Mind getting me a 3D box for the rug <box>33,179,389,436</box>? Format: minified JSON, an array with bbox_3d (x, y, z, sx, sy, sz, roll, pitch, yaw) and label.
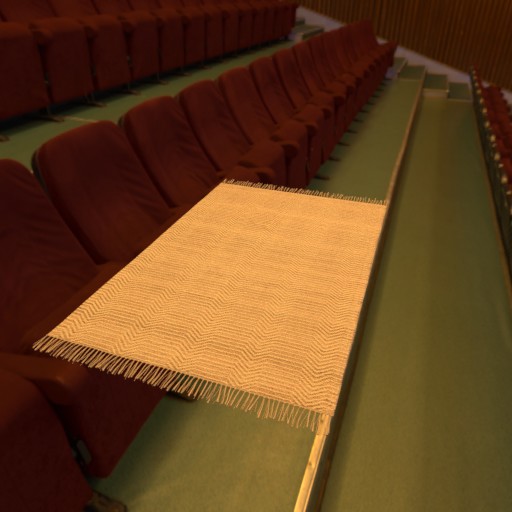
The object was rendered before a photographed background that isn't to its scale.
[{"bbox_3d":[0.000,0.000,2.430,1.224,0.027,2.021,11,33,17],"label":"rug"}]
